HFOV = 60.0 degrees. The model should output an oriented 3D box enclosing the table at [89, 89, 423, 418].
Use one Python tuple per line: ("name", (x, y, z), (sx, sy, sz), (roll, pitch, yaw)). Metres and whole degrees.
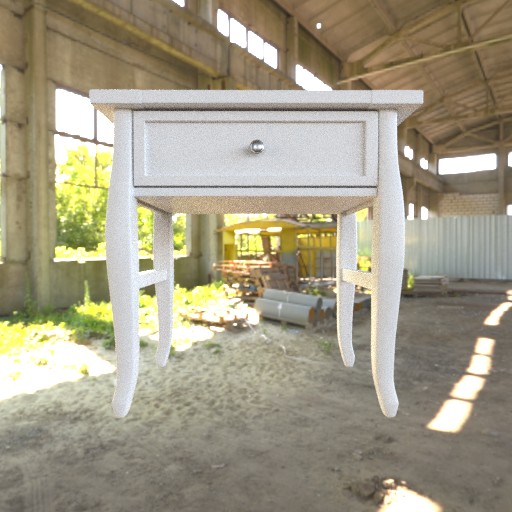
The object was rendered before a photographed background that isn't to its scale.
("table", (0.000, 0.000, 1.027), (0.599, 0.605, 0.463), (0, 1, 0))
